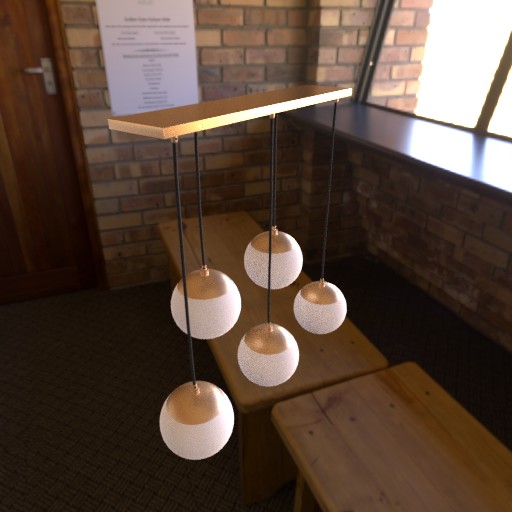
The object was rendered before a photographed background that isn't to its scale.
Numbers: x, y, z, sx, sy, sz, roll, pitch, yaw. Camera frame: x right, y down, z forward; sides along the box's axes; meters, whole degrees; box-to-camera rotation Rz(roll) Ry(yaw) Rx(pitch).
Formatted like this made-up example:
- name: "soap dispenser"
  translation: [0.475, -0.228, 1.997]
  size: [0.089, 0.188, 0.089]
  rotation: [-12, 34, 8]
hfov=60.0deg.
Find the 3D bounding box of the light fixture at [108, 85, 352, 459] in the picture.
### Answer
- name: "light fixture"
  translation: [0.000, 0.000, 1.298]
  size: [0.299, 0.869, 0.863]
  rotation: [19, 32, 32]
